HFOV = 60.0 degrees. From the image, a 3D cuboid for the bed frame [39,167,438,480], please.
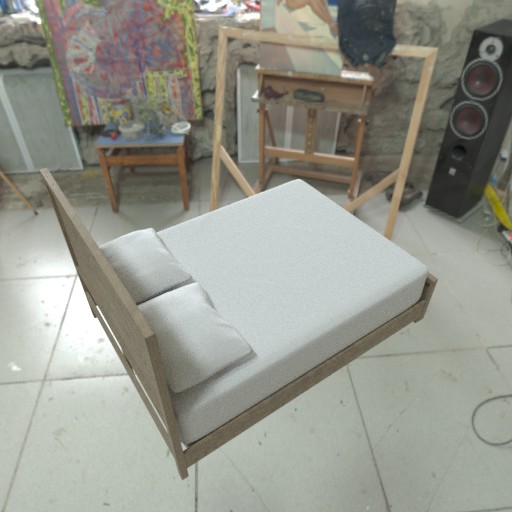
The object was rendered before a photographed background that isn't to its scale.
[{"bbox_3d":[0.000,0.000,3.199,2.189,1.369,1.606,-24,47,-25],"label":"bed frame"}]
